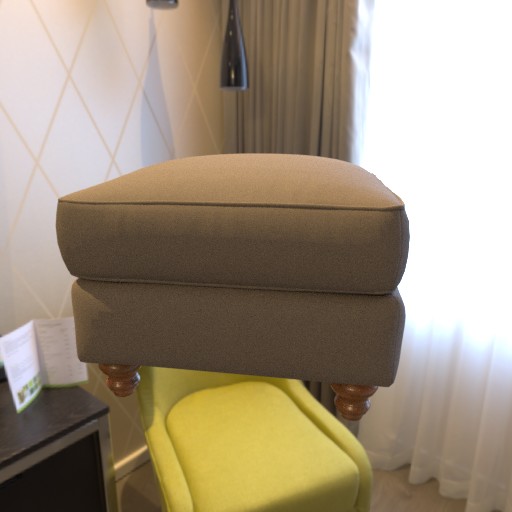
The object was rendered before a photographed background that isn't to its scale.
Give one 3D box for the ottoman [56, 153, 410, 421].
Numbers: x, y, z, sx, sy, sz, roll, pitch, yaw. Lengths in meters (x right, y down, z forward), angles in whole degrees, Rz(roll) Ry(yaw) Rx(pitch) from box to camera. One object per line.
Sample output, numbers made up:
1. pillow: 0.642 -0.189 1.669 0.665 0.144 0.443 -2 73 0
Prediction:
1. ottoman: 0.000 0.000 1.129 0.662 0.505 0.721 3 15 9
